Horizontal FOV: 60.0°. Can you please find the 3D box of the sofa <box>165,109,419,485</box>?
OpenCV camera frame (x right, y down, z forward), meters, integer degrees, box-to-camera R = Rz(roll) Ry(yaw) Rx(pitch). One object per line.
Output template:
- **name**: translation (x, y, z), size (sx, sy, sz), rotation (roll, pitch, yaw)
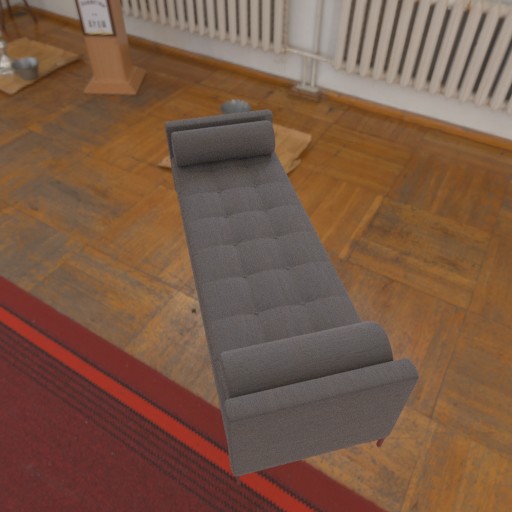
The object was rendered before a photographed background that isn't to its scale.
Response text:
- **sofa**: translation (0.000, 0.000, 2.352), size (0.686, 0.635, 1.981), rotation (-10, 46, -10)
